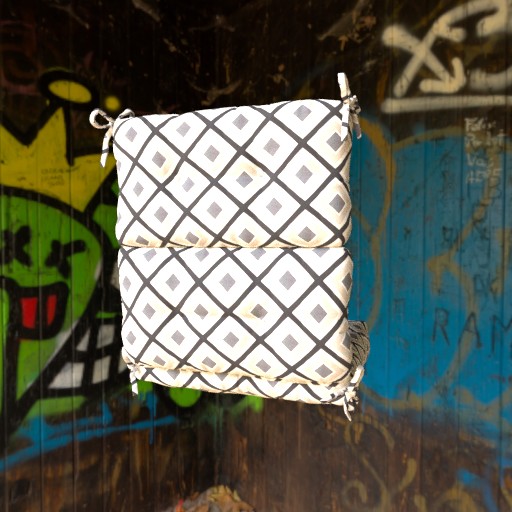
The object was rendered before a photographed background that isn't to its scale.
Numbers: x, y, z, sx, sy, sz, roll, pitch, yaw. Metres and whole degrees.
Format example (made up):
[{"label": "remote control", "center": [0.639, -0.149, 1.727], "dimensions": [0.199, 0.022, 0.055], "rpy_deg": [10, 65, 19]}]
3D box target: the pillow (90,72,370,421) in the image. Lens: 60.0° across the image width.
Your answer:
[{"label": "pillow", "center": [0.000, 0.000, 1.035], "dimensions": [0.519, 0.605, 0.571], "rpy_deg": [0, 2, 18]}]
